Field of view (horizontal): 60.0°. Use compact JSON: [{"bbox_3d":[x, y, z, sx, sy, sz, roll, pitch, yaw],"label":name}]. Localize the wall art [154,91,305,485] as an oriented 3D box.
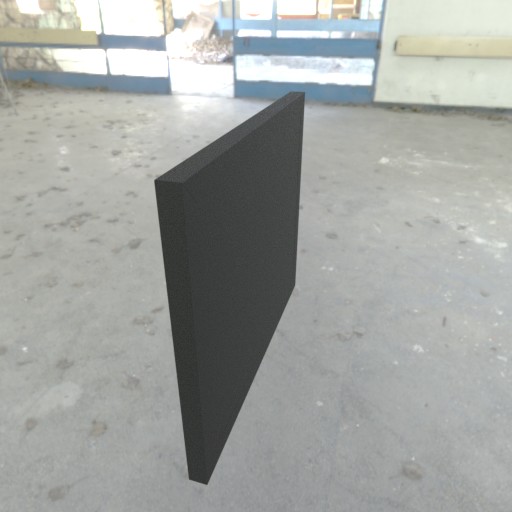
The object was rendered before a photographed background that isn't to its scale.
[{"bbox_3d":[0.000,0.000,0.765,0.029,0.457,0.558,9,30,15],"label":"wall art"}]
